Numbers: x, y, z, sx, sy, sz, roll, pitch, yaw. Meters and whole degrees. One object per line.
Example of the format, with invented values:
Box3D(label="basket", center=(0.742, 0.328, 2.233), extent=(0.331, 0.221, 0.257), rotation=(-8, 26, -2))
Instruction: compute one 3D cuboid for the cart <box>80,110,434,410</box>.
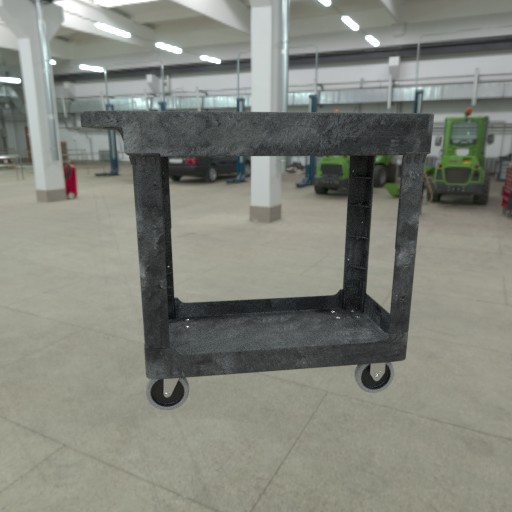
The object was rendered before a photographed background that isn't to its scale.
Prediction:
Box3D(label="cart", center=(0.000, 0.000, 1.367), extent=(0.877, 0.824, 0.420), rotation=(-2, 15, -8))
